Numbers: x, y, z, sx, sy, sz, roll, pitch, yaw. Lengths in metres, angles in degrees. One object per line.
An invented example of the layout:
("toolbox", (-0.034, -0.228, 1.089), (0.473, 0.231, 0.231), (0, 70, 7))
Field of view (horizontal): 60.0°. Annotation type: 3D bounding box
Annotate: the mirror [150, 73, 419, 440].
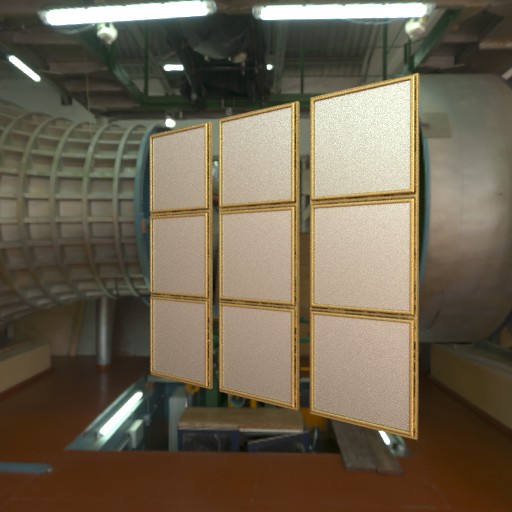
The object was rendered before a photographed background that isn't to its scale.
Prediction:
("mirror", (0.000, 0.000, 1.418), (1.011, 0.926, 0.023), (0, 1, 36))
